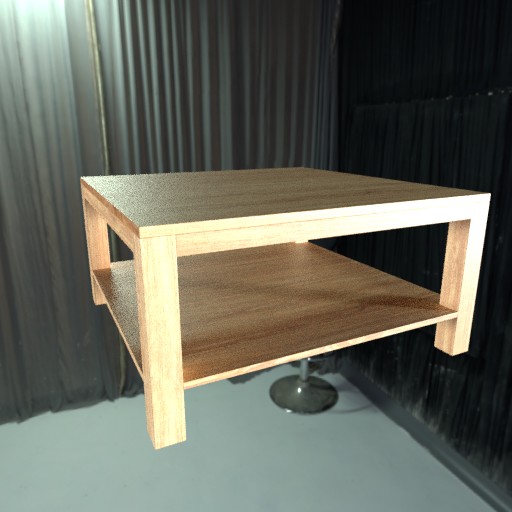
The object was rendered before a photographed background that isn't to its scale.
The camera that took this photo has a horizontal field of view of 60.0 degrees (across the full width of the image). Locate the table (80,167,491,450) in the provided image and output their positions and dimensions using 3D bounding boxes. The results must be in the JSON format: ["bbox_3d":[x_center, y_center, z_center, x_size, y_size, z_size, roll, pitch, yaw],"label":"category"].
[{"bbox_3d":[0.000,0.000,1.394,0.900,0.450,0.900,-8,18,-26],"label":"table"}]
